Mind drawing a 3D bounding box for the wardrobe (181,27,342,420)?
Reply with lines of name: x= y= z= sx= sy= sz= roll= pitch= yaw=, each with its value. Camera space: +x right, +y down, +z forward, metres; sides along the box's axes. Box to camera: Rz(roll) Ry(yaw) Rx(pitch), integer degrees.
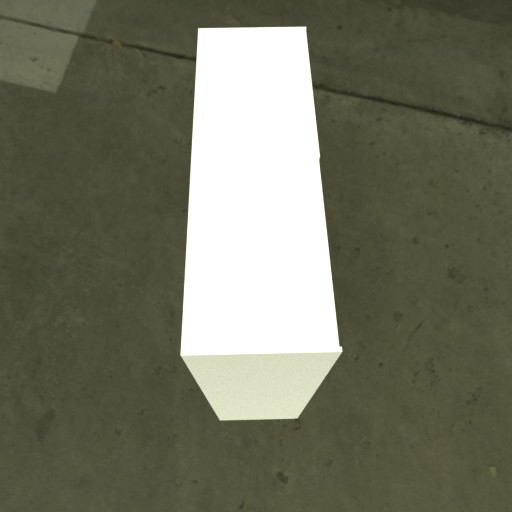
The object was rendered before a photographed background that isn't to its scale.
wardrobe: x=0.000 y=0.000 z=2.958 sx=0.600 sy=2.020 sz=1.830 roll=-1 pitch=63 yaw=-1
